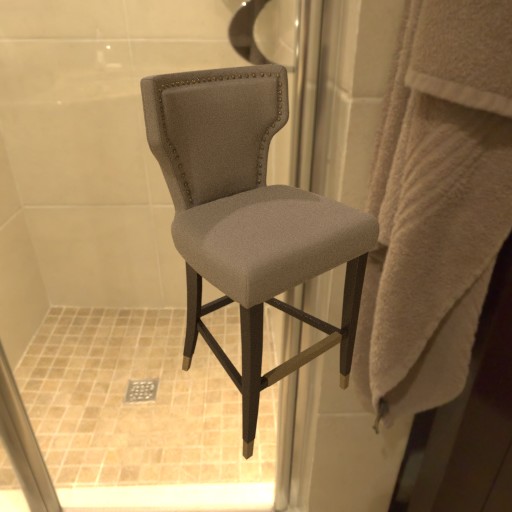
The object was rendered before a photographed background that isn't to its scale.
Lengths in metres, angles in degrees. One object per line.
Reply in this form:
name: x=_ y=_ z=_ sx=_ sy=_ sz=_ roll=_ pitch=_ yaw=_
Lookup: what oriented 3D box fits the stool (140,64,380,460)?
stool: x=0.000 y=0.000 z=1.436 sx=0.526 sy=1.092 sz=0.563 roll=-22 pitch=36 yaw=-33
